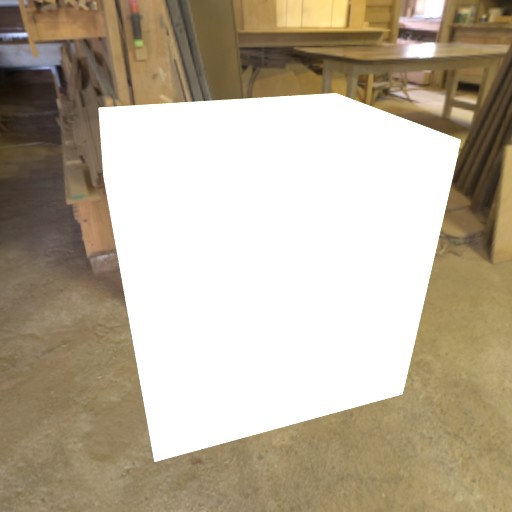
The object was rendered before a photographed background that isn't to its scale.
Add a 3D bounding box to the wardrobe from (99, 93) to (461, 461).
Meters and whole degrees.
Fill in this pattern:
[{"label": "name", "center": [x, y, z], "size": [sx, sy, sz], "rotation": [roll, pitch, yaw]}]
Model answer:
[{"label": "wardrobe", "center": [0.000, 0.000, 0.873], "size": [0.500, 0.520, 0.400], "rotation": [-9, 31, -15]}]
